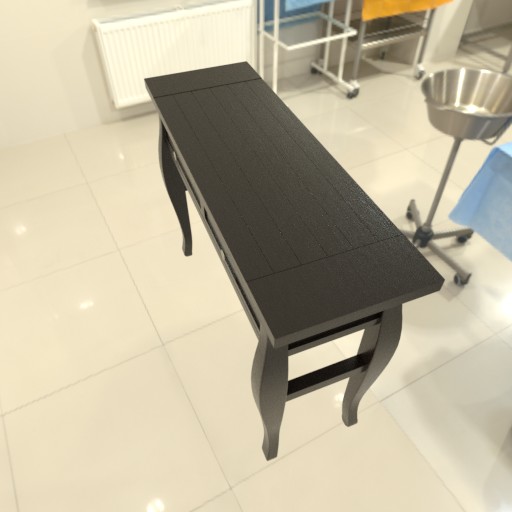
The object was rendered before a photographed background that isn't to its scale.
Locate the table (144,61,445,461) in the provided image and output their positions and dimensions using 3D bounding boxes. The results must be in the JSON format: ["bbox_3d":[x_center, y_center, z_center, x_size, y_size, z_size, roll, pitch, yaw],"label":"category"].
[{"bbox_3d":[0.000,0.000,1.420,0.373,0.768,1.062,-16,49,-15],"label":"table"}]
